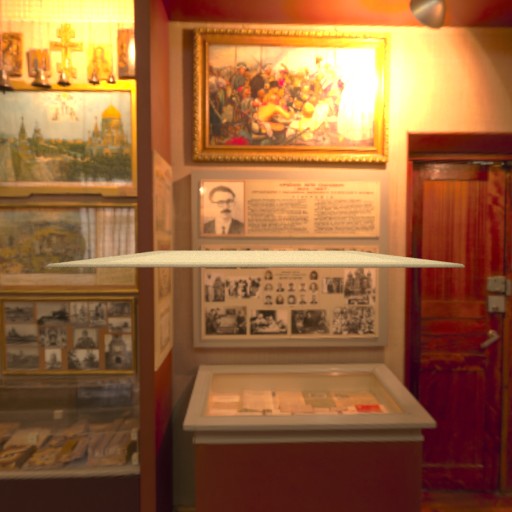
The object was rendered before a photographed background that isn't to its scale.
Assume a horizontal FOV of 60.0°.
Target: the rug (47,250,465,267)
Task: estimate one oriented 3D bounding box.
[{"bbox_3d":[0.000,0.000,4.032,2.430,0.018,2.976,0,2,0],"label":"rug"}]
